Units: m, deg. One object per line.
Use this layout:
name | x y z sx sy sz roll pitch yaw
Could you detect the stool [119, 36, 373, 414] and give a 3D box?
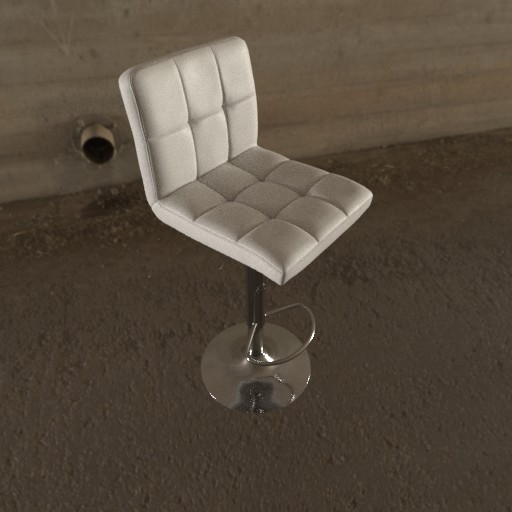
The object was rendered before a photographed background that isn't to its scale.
stool | 0.000 0.000 1.361 0.505 1.115 0.430 28 48 29
